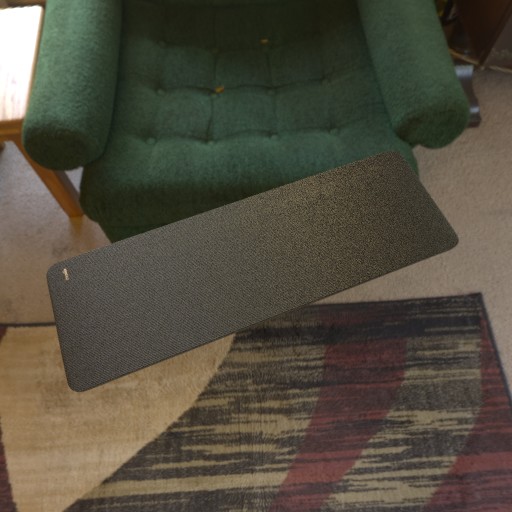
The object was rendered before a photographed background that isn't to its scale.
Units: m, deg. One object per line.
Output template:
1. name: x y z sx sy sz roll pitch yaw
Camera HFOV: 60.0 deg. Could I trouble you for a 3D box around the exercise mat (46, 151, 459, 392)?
1. exercise mat: 0.000 0.000 2.072 1.869 0.021 0.616 -20 66 -9
